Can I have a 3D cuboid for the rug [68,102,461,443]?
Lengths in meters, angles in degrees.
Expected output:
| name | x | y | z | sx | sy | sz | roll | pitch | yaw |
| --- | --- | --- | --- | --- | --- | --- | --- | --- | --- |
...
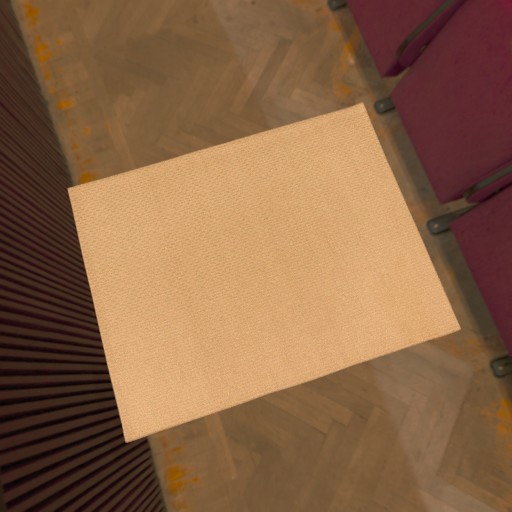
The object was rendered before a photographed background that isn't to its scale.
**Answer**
| name | x | y | z | sx | sy | sz | roll | pitch | yaw |
| --- | --- | --- | --- | --- | --- | --- | --- | --- | --- |
| rug | 0.000 | 0.000 | 3.882 | 2.897 | 0.035 | 2.277 | -17 | 76 | -4 |
